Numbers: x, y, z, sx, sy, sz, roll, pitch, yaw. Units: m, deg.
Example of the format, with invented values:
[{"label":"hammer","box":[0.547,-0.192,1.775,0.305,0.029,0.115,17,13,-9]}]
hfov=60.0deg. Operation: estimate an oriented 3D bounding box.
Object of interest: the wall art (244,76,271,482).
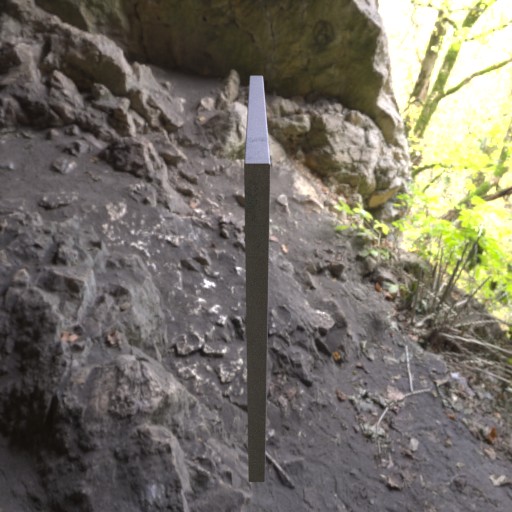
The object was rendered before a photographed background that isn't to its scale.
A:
[{"label":"wall art","box":[0.000,0.000,1.153,0.041,0.762,0.762,0,31,0]}]
